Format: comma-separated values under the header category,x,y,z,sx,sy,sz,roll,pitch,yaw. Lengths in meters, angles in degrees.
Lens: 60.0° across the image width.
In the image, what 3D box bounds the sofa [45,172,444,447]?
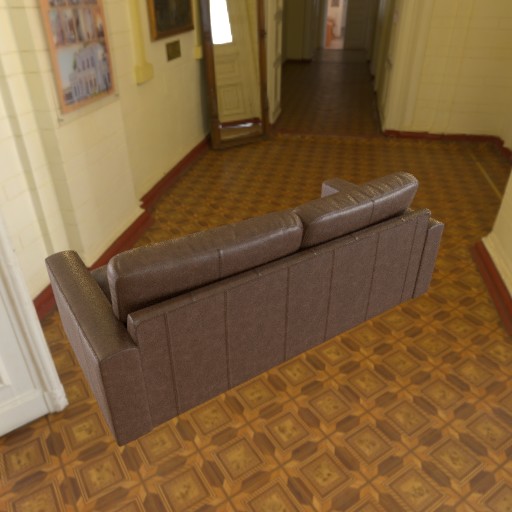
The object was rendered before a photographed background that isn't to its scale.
category,x,y,z,sx,sy,sz,roll,pitch,yaw
sofa,0.000,0.000,2.673,2.179,0.873,1.016,-19,36,-29
